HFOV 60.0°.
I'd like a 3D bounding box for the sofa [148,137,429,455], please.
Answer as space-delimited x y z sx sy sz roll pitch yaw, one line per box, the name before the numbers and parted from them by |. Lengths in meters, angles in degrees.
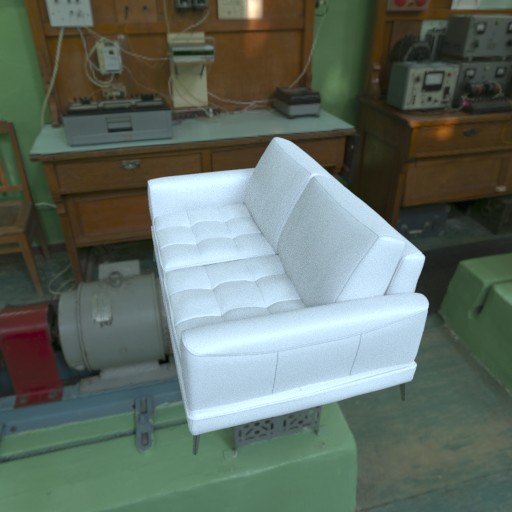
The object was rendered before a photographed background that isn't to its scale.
sofa | 0.000 0.000 2.554 1.121 0.930 1.819 -9 33 -14
